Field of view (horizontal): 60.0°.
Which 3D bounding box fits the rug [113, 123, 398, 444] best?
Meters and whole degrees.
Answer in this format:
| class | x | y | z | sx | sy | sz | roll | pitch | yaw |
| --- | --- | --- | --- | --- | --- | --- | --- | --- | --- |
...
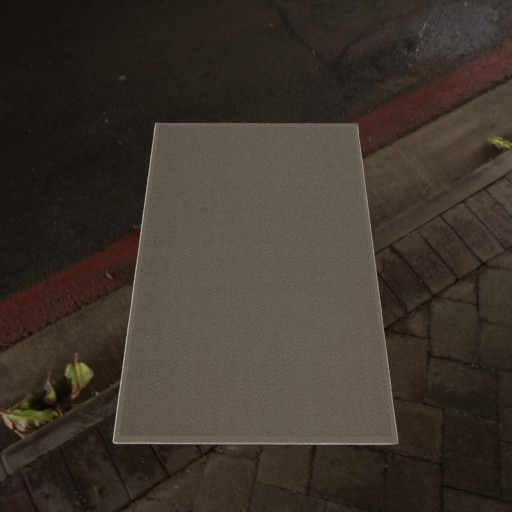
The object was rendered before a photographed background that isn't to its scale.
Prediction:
| class | x | y | z | sx | sy | sz | roll | pitch | yaw |
| --- | --- | --- | --- | --- | --- | --- | --- | --- | --- |
| rug | 0.000 | 0.000 | 2.866 | 1.532 | 0.017 | 2.244 | 0 | 64 | 0 |
